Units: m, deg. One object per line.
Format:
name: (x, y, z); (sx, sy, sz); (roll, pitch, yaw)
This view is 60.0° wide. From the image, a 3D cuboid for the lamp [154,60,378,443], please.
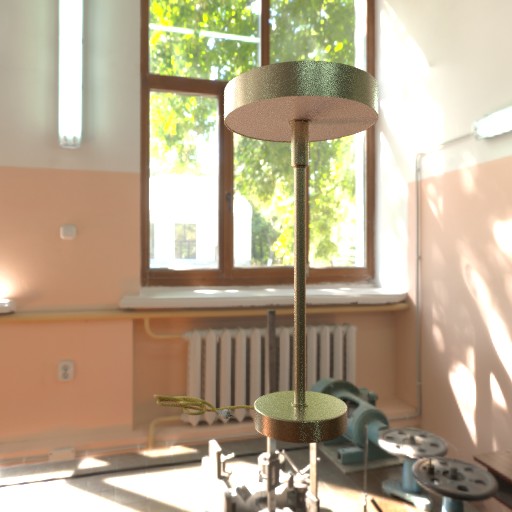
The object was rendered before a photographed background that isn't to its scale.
lamp: (0.000, 0.000, 0.693); (0.369, 0.508, 0.229); (0, 0, 19)
